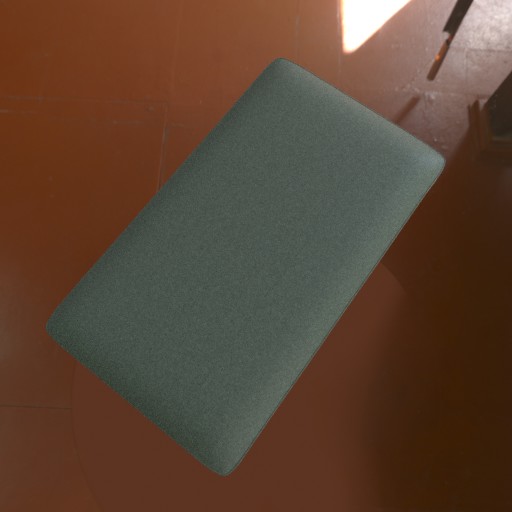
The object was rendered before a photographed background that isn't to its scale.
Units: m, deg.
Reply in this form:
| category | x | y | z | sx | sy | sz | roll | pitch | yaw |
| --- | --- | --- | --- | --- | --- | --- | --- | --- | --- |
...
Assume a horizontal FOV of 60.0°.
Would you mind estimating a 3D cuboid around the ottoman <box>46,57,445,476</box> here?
| category | x | y | z | sx | sy | sz | roll | pitch | yaw |
| --- | --- | --- | --- | --- | --- | --- | --- | --- | --- |
| ottoman | 0.000 | 0.000 | 1.520 | 0.681 | 0.494 | 1.173 | 36 | 77 | 9 |
